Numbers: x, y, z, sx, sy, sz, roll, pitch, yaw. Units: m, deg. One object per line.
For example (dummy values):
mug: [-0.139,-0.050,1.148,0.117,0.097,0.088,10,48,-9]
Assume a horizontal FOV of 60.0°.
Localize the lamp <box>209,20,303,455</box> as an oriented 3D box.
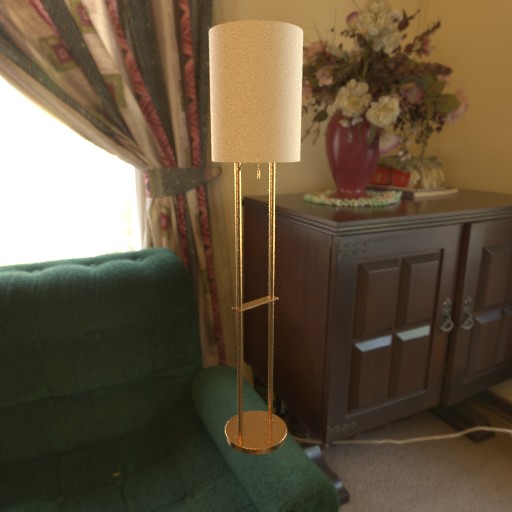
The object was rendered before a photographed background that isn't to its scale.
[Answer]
lamp: [0.000,0.000,1.627,0.306,1.500,0.305,-13,19,-42]
